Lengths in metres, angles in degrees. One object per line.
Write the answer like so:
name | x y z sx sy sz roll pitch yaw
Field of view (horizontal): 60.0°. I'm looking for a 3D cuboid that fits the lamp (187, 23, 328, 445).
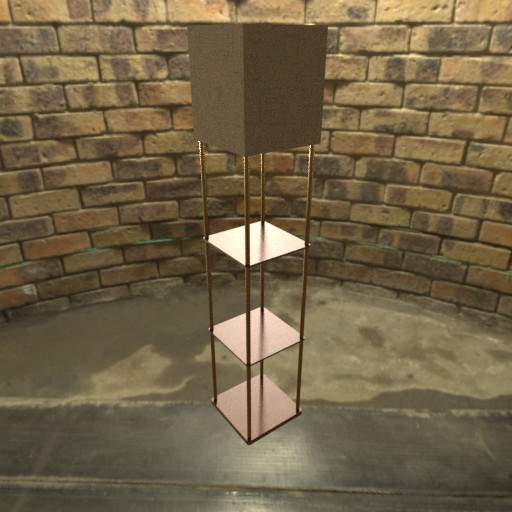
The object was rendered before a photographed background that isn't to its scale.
lamp | 0.000 0.000 1.700 0.308 1.569 0.310 -18 32 -32
